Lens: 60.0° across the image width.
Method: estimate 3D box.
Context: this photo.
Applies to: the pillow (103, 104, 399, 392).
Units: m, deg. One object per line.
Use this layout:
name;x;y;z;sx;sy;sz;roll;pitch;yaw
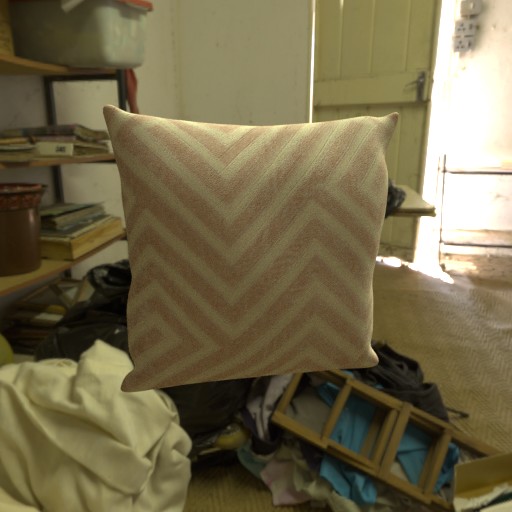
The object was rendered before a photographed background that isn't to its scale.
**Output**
pillow;0.000;0.000;0.687;0.440;0.441;0.182;-3;16;-10
